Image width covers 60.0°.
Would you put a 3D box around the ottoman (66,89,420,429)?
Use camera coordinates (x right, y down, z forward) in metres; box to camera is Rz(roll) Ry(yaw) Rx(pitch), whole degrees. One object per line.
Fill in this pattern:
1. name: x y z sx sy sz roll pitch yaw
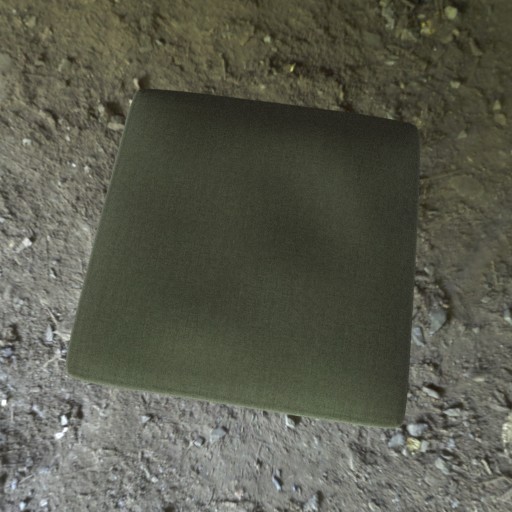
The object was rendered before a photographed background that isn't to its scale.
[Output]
1. ottoman: 0.000 0.000 1.310 0.843 0.436 0.840 8 75 2
